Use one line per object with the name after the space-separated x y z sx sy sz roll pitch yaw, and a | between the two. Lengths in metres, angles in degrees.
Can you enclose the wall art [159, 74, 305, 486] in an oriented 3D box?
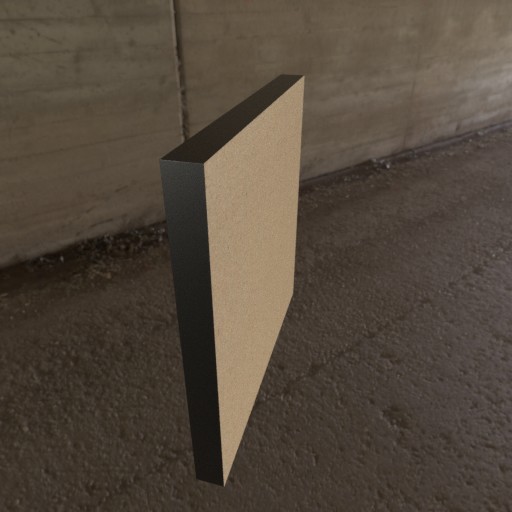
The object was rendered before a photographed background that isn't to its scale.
0.000 0.000 0.478 0.029 0.318 0.327 8 32 13 | wall art
